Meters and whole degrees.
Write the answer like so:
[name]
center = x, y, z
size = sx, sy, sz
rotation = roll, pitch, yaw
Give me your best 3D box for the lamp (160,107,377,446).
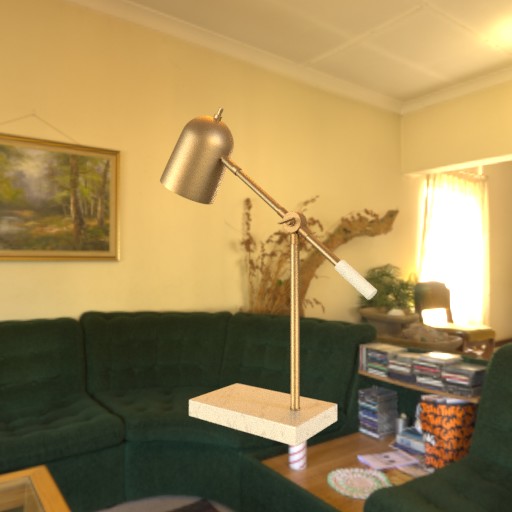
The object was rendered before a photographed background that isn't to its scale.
[lamp]
center = 0.000, 0.000, 0.837
size = 0.471, 0.603, 0.144
rotation = -1, -1, 37
